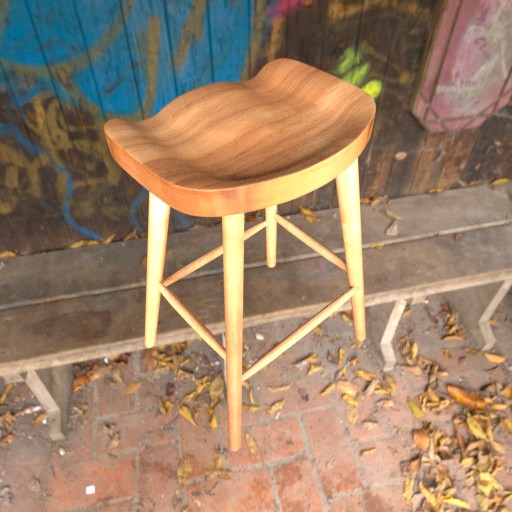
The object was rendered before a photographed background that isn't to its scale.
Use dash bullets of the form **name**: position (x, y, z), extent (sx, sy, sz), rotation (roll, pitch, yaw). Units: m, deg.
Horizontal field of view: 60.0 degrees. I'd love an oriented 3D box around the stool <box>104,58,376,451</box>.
- **stool**: position (0.000, 0.000, 0.901), extent (0.440, 0.615, 0.361), rotation (-32, 54, -27)
